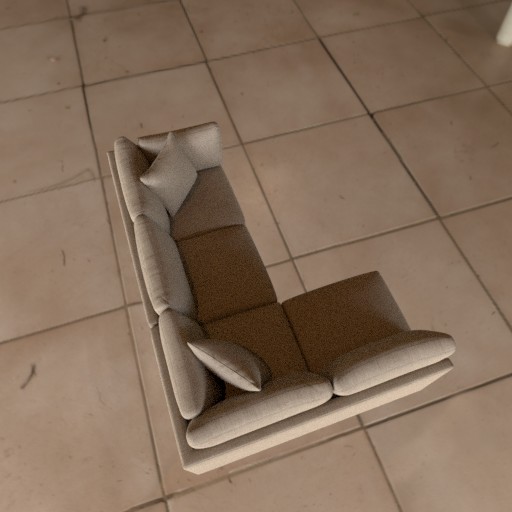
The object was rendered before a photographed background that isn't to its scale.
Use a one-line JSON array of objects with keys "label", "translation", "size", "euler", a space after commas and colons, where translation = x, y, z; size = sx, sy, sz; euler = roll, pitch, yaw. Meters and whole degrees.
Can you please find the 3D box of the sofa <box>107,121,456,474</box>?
[{"label": "sofa", "translation": [0.000, 0.000, 3.831], "size": [1.994, 0.978, 2.896], "euler": [-17, 60, -10]}]
